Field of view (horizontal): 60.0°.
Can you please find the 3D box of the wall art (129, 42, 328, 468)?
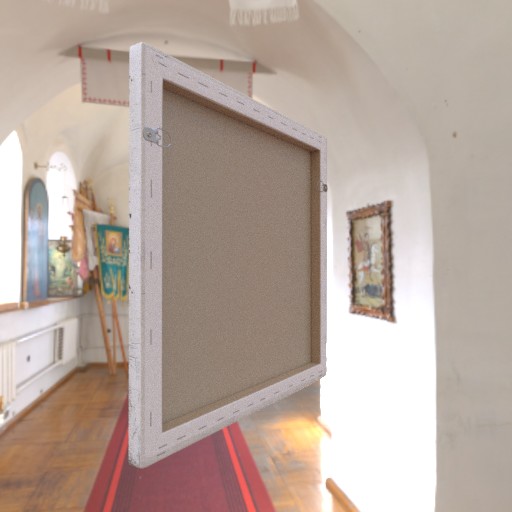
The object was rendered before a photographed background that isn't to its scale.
[{"bbox_3d":[0.000,0.000,1.106,0.038,0.762,0.762,0,0,34],"label":"wall art"}]
